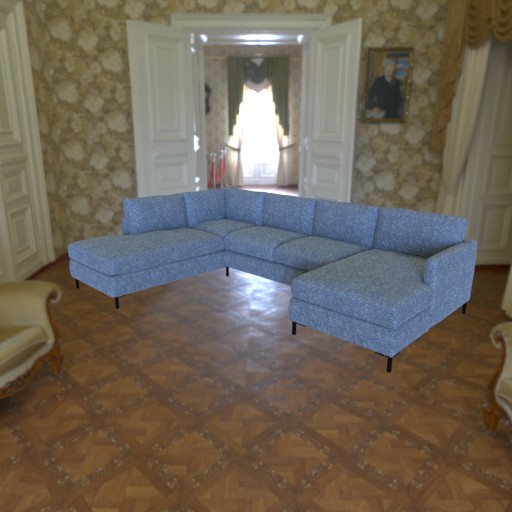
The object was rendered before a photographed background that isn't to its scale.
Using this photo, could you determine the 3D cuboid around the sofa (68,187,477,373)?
[{"bbox_3d":[0.000,0.000,3.513,2.737,0.756,1.879,15,21,42],"label":"sofa"}]
